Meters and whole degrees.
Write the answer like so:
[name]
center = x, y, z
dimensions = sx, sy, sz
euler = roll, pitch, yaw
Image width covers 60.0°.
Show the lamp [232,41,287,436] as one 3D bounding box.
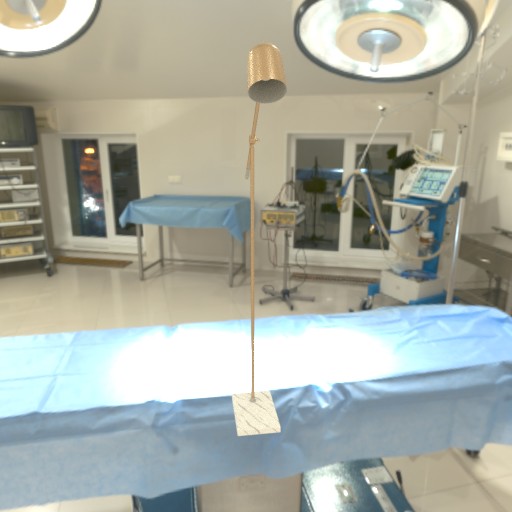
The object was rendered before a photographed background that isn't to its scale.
[lamp]
center = 0.000, 0.000, 1.870
dimensions = 0.194, 1.594, 0.653
euler = -2, 16, -8
